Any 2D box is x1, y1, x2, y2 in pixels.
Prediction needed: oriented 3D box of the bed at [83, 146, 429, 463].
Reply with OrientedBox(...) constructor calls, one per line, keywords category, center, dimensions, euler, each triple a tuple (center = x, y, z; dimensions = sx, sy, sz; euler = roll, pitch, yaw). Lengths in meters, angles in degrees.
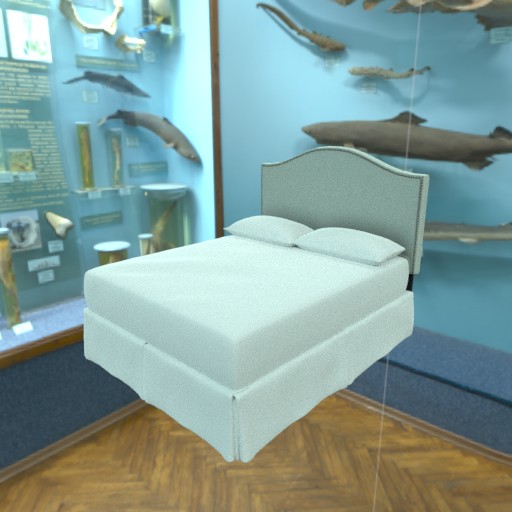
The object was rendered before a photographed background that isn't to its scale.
OrientedBox(category="bed", center=(0.000, 0.000, 3.472), dimensions=(1.813, 1.607, 2.180), euler=(15, 22, 41))
